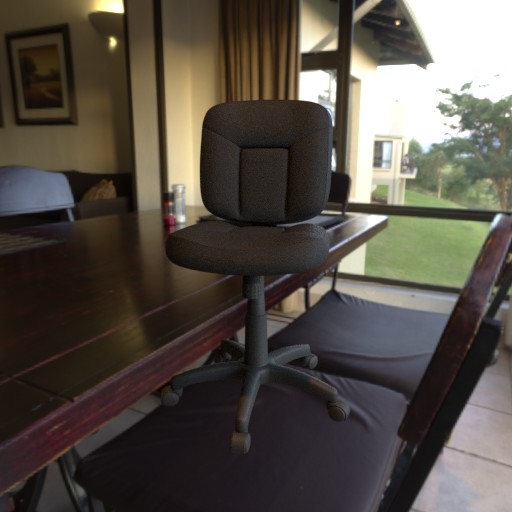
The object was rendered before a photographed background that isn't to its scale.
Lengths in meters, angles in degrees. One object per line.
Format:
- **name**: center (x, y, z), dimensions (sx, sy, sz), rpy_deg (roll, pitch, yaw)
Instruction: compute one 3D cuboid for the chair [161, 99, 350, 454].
- **chair**: center (0.000, 0.000, 1.372), dimensions (0.610, 0.972, 0.610), rpy_deg (2, 14, 9)
